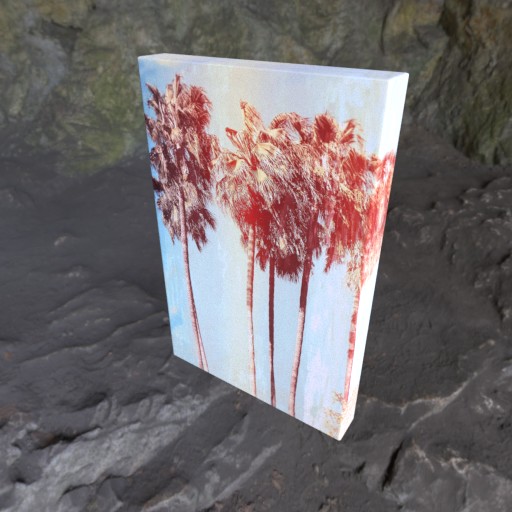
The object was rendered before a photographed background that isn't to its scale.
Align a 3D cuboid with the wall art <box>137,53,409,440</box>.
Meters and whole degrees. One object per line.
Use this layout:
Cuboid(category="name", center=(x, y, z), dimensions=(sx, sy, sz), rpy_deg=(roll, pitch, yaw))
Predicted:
Cuboid(category="wall art", center=(0.000, 0.000, 0.474), dimensions=(0.251, 0.380, 0.039), rpy_deg=(19, 35, 29))
